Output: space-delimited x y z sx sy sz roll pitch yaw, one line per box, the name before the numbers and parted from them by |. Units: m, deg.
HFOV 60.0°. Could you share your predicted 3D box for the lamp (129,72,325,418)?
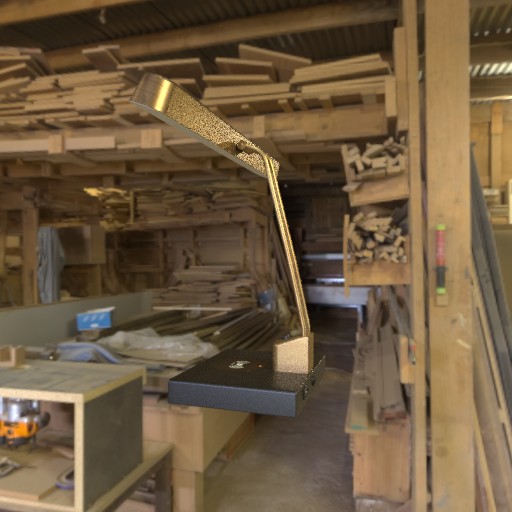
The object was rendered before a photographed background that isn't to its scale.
lamp | 0.000 0.000 0.583 0.156 0.345 0.412 0 0 18
